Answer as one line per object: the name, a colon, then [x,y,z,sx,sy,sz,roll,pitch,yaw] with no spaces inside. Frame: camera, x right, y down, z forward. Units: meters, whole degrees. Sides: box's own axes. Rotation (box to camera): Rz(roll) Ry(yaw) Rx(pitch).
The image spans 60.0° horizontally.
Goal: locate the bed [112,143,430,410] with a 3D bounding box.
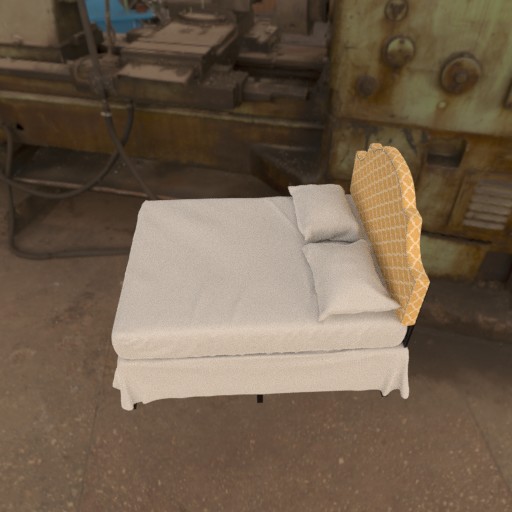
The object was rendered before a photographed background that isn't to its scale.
bed: [0.000,0.000,3.423,2.222,1.633,1.780,-2,42,-2]
